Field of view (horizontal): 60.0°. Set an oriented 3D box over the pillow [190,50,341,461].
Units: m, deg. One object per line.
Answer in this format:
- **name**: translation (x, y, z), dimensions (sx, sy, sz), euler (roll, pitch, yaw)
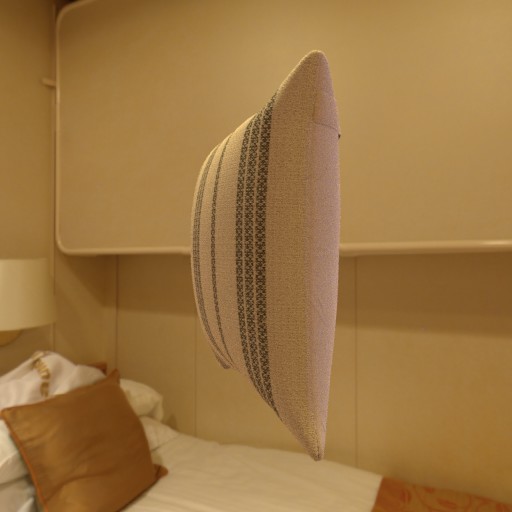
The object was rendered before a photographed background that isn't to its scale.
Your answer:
- **pillow**: translation (0.000, 0.000, 0.625), dimensions (0.173, 0.406, 0.405), euler (0, -1, -18)
